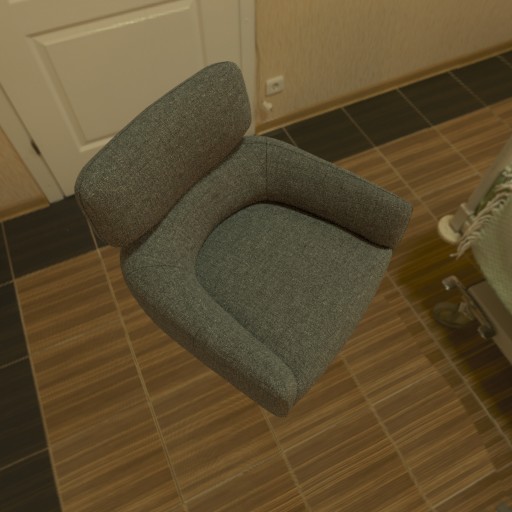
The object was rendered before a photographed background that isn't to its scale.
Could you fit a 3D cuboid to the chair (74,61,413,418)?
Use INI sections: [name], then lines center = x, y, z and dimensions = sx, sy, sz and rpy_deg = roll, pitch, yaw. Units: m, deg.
[chair]
center = 0.000, 0.000, 1.347
dimensions = 0.715, 0.812, 0.706
rpy_deg = 32, 64, 18
